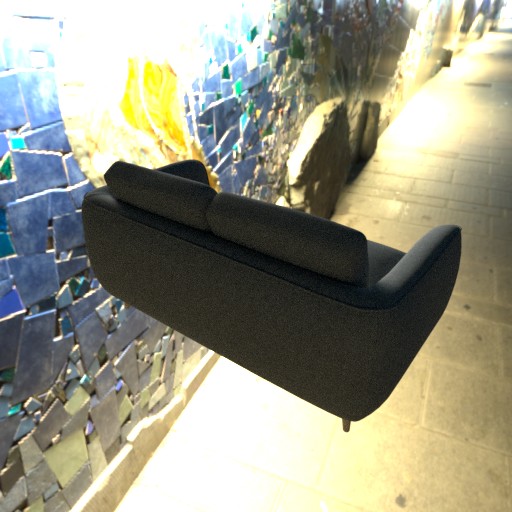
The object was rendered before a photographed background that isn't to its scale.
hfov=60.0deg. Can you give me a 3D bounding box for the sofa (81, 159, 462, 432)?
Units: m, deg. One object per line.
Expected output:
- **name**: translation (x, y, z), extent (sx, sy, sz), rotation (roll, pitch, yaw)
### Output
- **sofa**: translation (0.000, 0.000, 2.175), extent (1.700, 0.870, 0.920), rotation (21, 35, 32)
